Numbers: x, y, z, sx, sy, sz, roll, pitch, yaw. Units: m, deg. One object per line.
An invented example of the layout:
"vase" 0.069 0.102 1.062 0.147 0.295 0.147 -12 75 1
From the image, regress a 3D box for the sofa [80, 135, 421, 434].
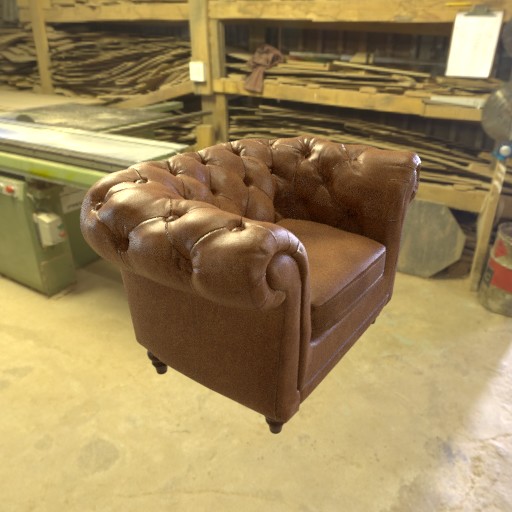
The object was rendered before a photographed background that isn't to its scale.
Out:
"sofa" 0.000 0.000 2.000 1.033 0.878 1.405 18 31 32
